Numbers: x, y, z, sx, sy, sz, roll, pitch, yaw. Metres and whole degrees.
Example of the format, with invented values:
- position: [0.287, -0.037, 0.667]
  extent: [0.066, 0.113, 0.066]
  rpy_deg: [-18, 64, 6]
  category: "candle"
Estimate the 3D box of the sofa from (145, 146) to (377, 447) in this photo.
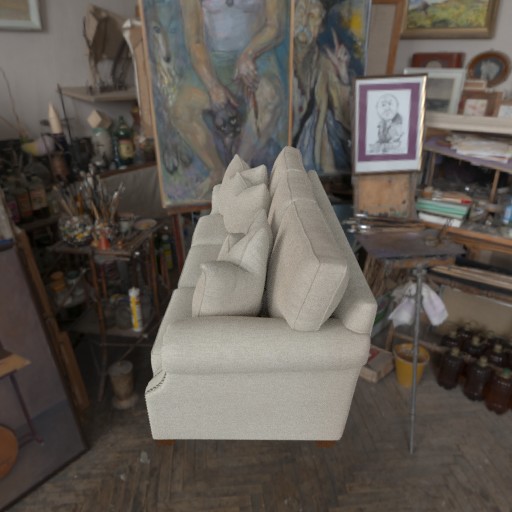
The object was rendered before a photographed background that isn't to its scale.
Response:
- position: [0.000, 0.000, 2.803]
  extent: [0.965, 0.975, 2.312]
  rpy_deg: [0, 25, 0]
  category: "sofa"
